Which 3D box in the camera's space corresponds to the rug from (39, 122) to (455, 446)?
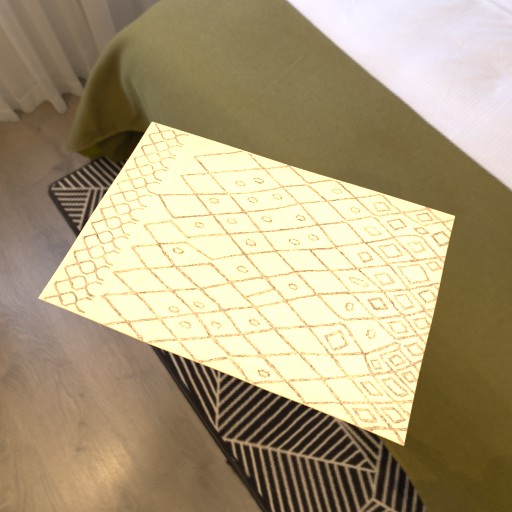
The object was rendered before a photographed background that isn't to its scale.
[{"bbox_3d":[0.000,0.000,2.283,1.828,0.015,1.222,19,65,9],"label":"rug"}]
